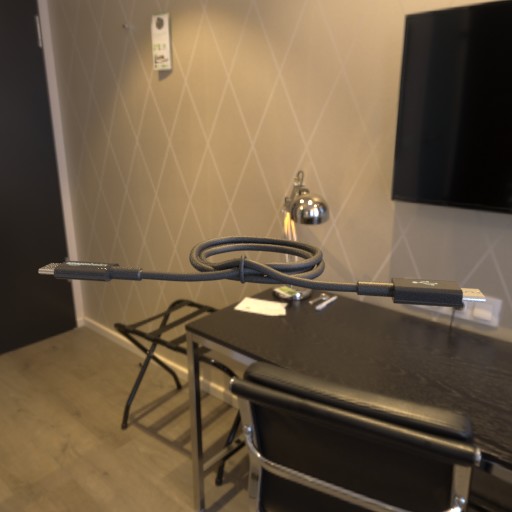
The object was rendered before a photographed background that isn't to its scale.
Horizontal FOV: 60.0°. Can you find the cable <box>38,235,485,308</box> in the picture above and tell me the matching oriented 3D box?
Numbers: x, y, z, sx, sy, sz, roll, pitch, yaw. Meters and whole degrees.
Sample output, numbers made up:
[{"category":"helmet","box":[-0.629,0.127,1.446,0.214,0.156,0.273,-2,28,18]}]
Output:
[{"category":"cable","box":[0.000,0.000,0.217,0.192,0.014,0.070,3,17,10]}]
